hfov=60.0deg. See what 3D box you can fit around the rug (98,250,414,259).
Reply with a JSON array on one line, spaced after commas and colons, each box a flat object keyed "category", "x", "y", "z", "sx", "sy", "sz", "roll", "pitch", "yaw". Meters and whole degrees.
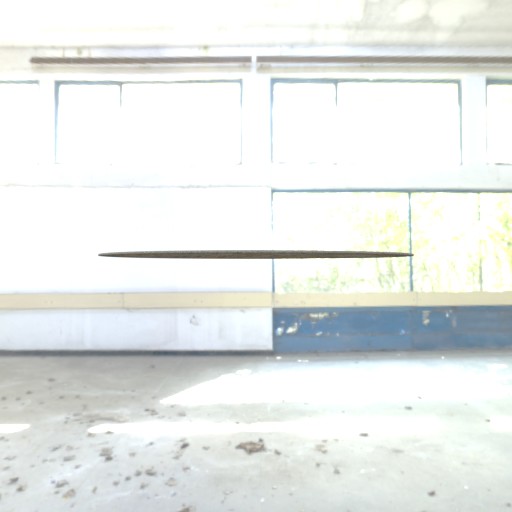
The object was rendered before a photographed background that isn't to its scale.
[{"category": "rug", "x": 0.000, "y": 0.000, "z": 3.545, "sx": 2.382, "sy": 0.014, "sz": 2.382, "roll": 0, "pitch": -1, "yaw": 0}]
